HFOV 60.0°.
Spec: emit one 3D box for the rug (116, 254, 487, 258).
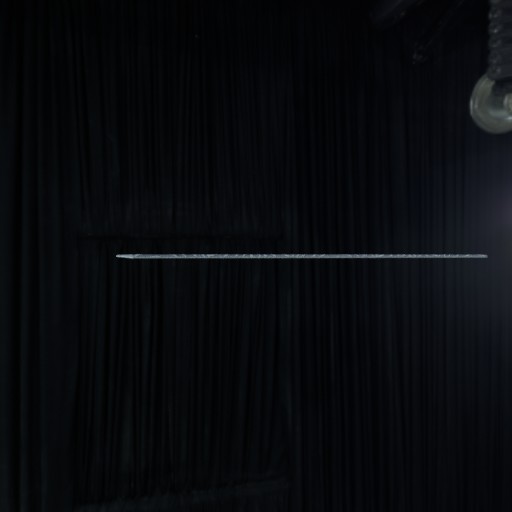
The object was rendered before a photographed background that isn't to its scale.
[{"bbox_3d":[0.000,0.000,4.193,2.456,0.021,3.042,0,0,-19],"label":"rug"}]
